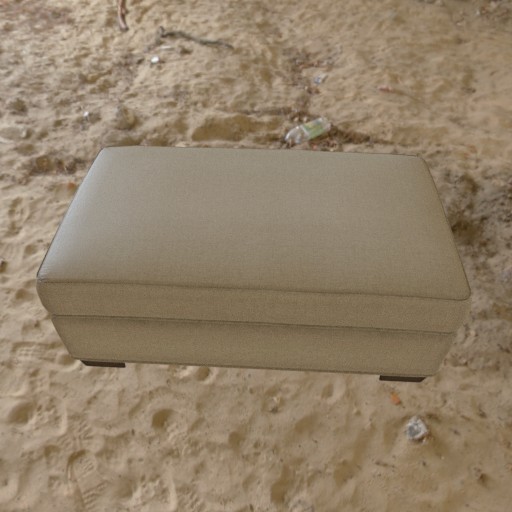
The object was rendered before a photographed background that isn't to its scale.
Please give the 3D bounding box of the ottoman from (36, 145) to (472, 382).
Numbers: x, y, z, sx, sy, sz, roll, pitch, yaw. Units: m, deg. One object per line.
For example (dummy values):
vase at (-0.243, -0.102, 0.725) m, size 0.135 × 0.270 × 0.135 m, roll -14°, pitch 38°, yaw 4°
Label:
ottoman at (0.000, 0.000, 1.402) m, size 1.097 × 0.461 × 0.617 m, roll 2°, pitch 47°, yaw 2°
